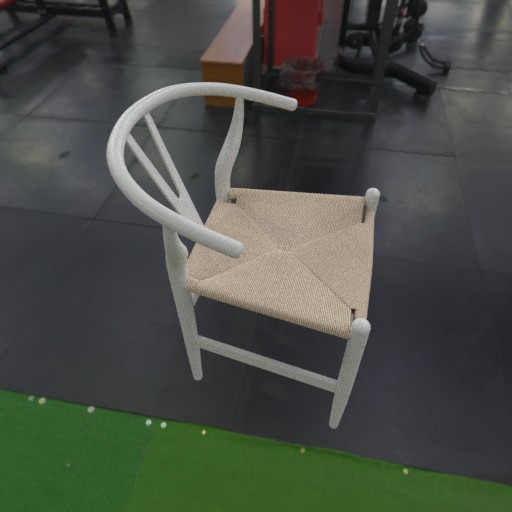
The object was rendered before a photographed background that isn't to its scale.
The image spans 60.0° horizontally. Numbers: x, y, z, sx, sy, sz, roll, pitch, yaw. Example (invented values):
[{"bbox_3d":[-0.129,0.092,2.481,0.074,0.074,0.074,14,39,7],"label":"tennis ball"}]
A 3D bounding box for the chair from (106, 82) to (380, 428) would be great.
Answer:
[{"bbox_3d":[0.000,0.000,1.140,0.579,0.730,0.569,10,46,9],"label":"chair"}]
